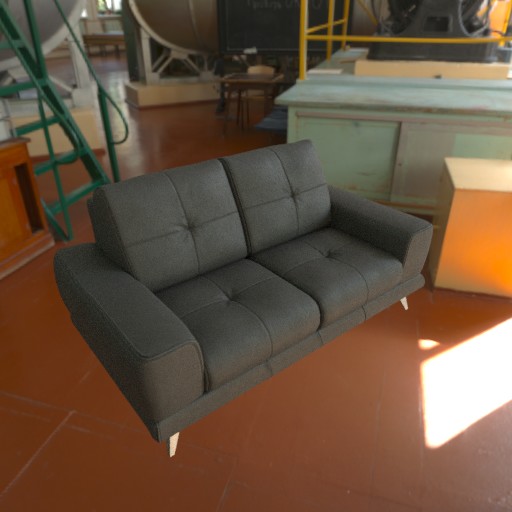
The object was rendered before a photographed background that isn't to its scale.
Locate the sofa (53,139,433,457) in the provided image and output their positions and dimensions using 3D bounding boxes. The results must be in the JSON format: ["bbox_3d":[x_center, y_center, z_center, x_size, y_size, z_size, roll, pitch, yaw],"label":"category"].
[{"bbox_3d":[0.000,0.000,2.341,1.806,0.907,1.018,-21,36,-33],"label":"sofa"}]
